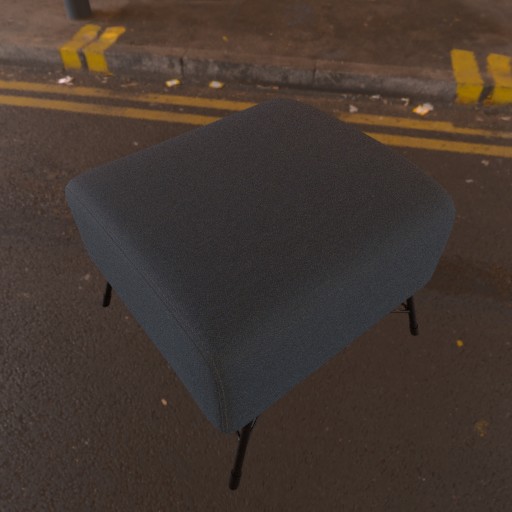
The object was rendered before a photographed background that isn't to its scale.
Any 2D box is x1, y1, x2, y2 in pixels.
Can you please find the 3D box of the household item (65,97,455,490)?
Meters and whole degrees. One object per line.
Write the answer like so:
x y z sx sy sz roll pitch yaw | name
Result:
0.000 0.000 0.880 0.530 0.420 0.530 -30 54 -25 | household item
